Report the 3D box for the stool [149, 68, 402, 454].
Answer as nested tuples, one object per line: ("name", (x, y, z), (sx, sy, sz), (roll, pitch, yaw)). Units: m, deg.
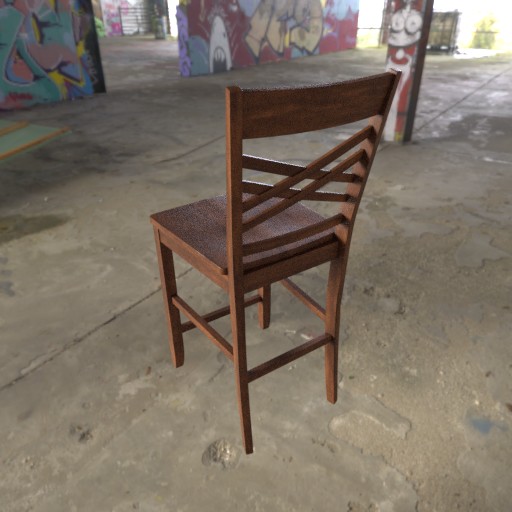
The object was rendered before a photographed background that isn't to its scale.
("stool", (0.000, 0.000, 1.349), (0.462, 1.079, 0.539), (-19, 35, -29))
